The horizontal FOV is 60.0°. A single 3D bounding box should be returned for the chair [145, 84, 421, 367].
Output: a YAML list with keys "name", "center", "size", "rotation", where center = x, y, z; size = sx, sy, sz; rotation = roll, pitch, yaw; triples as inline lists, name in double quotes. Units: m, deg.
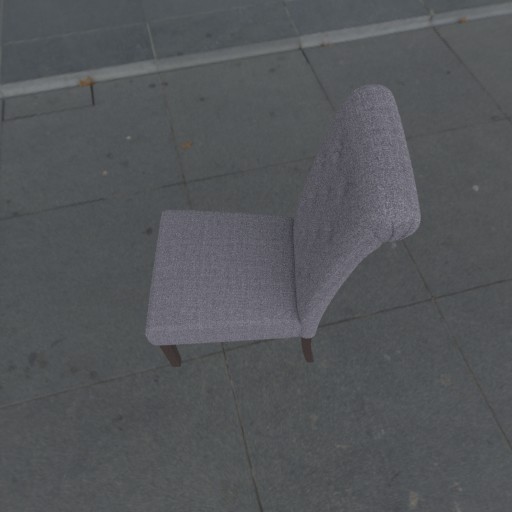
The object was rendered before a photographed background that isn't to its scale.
- name: "chair"
  center: [0.000, 0.000, 1.379]
  size: [0.671, 1.006, 0.456]
  rotation: [0, 59, 0]
